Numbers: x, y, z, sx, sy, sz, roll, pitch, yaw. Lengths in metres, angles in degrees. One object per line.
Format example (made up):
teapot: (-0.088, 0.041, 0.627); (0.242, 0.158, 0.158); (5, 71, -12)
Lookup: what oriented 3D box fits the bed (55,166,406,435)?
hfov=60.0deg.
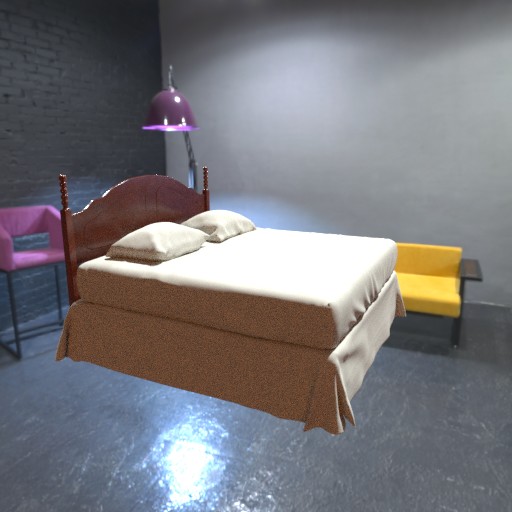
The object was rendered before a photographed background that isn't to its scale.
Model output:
bed: (0.000, 0.000, 3.645); (2.219, 1.355, 2.322); (7, 15, 26)
